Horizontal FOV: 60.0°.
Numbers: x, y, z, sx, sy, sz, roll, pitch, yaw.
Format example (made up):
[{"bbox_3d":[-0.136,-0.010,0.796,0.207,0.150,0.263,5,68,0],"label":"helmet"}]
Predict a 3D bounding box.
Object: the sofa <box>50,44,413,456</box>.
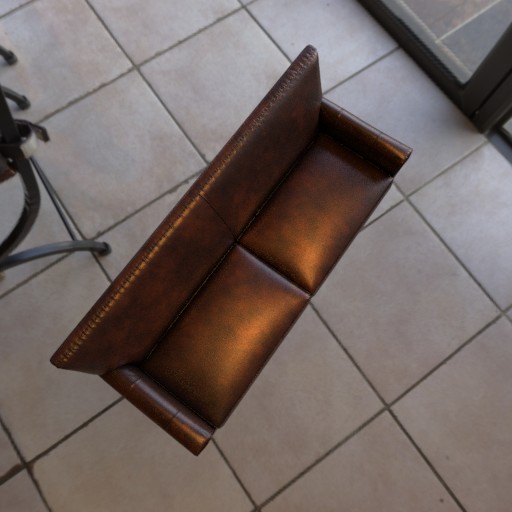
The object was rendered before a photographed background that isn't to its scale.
[{"bbox_3d":[0.000,0.000,2.472,0.786,0.871,1.995,35,79,8],"label":"sofa"}]
